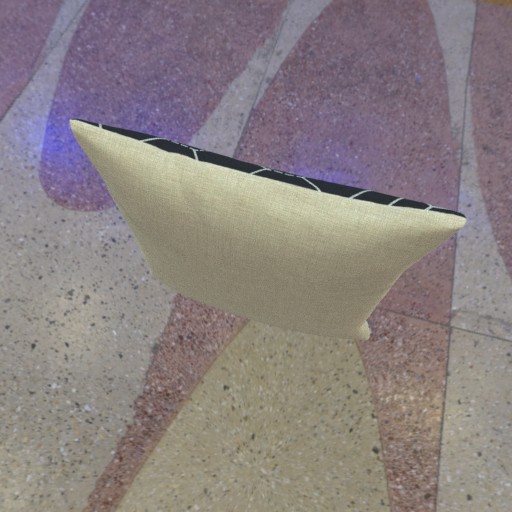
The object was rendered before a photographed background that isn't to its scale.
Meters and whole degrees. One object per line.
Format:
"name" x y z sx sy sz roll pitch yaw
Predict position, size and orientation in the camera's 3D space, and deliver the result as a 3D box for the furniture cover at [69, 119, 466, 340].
"furniture cover" 0.000 0.000 0.775 0.517 0.508 0.158 16 65 7
